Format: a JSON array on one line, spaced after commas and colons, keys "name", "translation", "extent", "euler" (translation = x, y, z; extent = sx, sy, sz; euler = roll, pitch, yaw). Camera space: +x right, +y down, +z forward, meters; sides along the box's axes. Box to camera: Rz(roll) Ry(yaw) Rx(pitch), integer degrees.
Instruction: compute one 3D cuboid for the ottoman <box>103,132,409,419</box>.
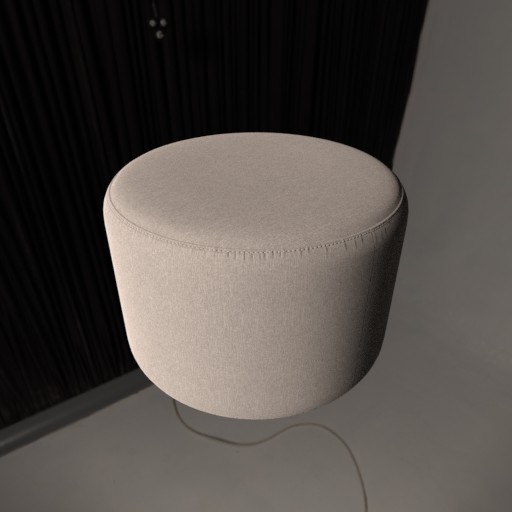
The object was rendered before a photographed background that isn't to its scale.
[{"name": "ottoman", "translation": [0.000, 0.000, 0.997], "extent": [0.608, 0.433, 0.608], "euler": [0, 32, 0]}]
